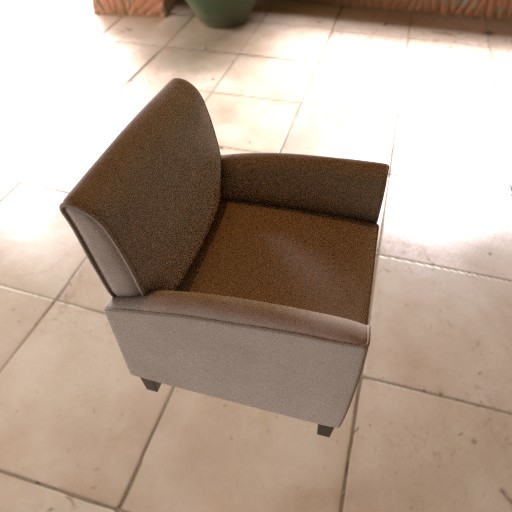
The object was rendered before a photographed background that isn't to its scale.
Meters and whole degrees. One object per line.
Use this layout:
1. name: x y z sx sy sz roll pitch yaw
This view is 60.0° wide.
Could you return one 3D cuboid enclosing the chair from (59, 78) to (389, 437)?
1. chair: 0.000 0.000 1.565 0.820 0.915 0.820 11 47 10
